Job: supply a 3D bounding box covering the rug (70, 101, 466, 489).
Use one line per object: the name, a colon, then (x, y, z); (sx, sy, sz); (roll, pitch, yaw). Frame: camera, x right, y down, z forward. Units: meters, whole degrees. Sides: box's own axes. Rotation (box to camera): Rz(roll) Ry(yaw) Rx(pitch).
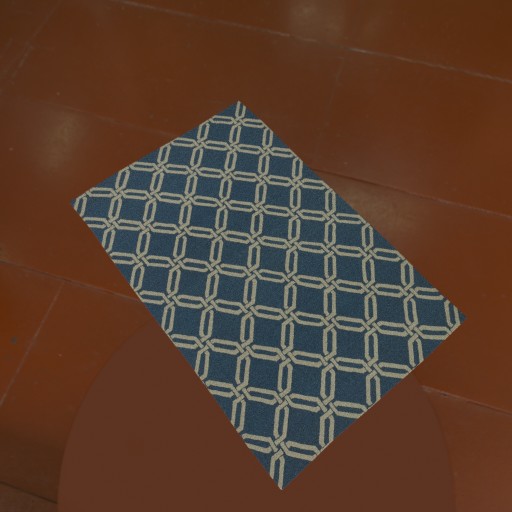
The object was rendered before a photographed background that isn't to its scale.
rug: (0.000, 0.000, 2.217); (1.153, 0.010, 1.755); (-36, 70, -16)
